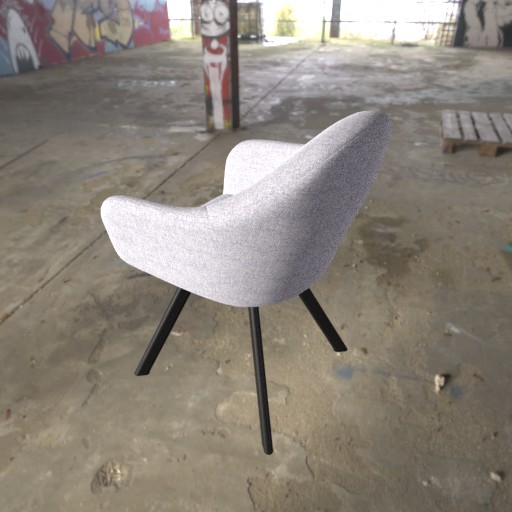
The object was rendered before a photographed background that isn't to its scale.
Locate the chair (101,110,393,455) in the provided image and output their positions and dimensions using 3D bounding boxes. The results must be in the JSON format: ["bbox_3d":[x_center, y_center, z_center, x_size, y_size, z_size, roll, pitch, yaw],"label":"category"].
[{"bbox_3d":[0.000,0.000,1.145,0.570,0.780,0.540,19,36,29],"label":"chair"}]
